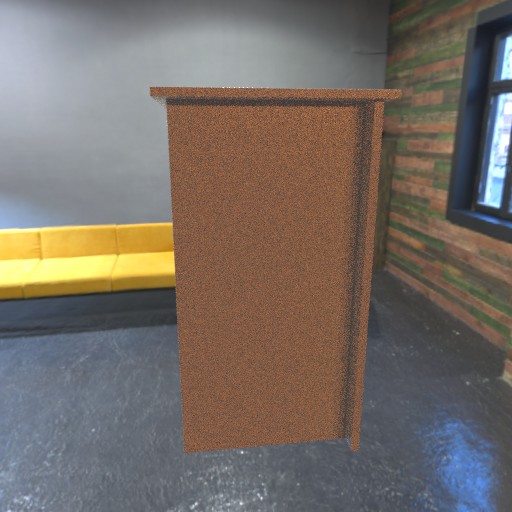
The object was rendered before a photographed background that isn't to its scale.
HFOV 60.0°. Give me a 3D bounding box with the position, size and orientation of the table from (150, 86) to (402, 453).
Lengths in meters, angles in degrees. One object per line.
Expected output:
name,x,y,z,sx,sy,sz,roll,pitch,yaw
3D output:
table,0.000,0.000,1.075,0.406,0.711,0.589,-2,16,-8
